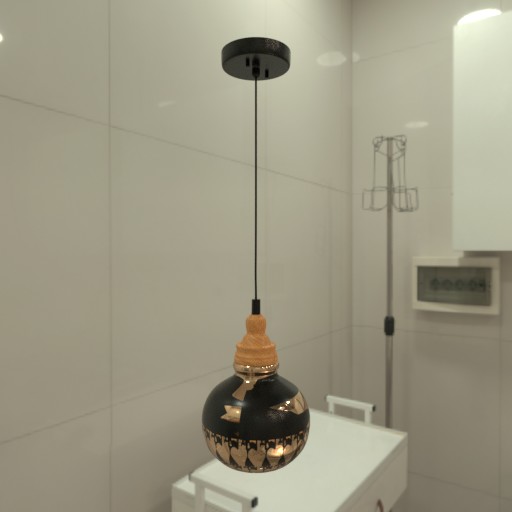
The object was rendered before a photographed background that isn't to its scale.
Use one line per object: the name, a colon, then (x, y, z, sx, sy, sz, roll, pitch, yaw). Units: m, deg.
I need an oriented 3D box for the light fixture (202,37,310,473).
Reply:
light fixture: (0.000, 0.000, 1.766, 0.430, 1.606, 0.430, 0, 0, 35)
